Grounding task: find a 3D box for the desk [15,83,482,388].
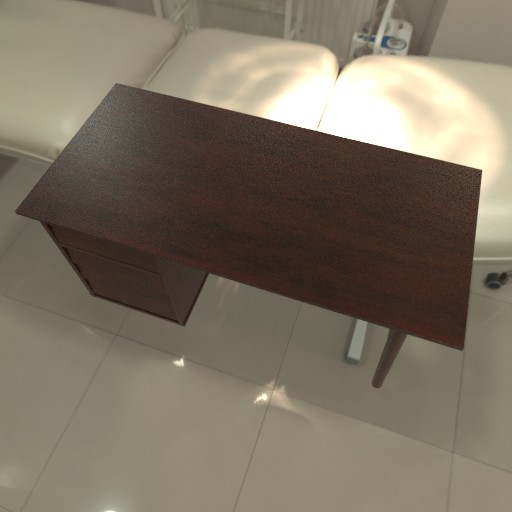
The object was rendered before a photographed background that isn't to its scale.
[{"bbox_3d":[0.000,0.000,1.655,1.277,0.758,0.612,16,60,10],"label":"desk"}]
